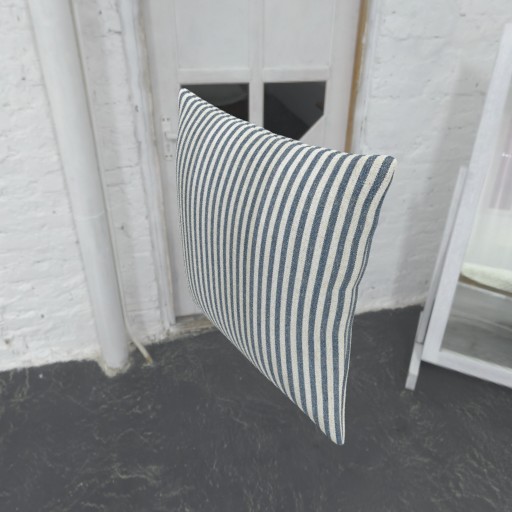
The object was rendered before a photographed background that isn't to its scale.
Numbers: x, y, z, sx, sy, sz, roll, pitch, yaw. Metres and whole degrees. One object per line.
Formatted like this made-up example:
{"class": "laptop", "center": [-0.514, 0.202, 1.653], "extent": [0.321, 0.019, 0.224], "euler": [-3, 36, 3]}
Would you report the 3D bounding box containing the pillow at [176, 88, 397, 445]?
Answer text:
{"class": "pillow", "center": [0.000, 0.000, 0.811], "extent": [0.166, 0.510, 0.523], "euler": [-21, 37, -30]}
